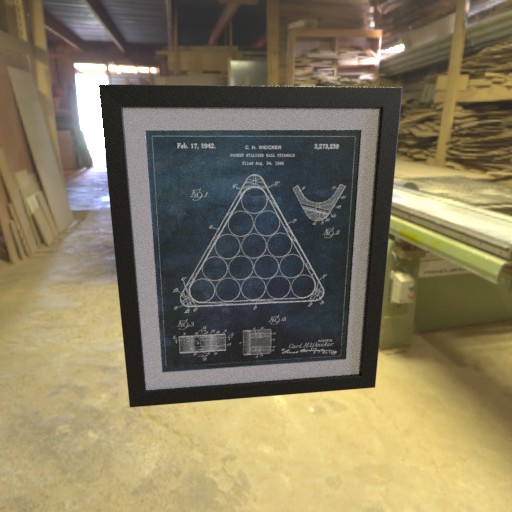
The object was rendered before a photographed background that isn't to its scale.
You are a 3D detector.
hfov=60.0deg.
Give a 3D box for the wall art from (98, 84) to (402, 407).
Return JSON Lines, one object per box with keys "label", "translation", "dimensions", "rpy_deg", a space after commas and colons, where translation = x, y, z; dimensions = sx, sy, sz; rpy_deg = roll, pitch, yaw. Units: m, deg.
{"label": "wall art", "translation": [0.000, 0.000, 0.710], "dimensions": [0.432, 0.508, 0.025], "rpy_deg": [-2, 17, -7]}
